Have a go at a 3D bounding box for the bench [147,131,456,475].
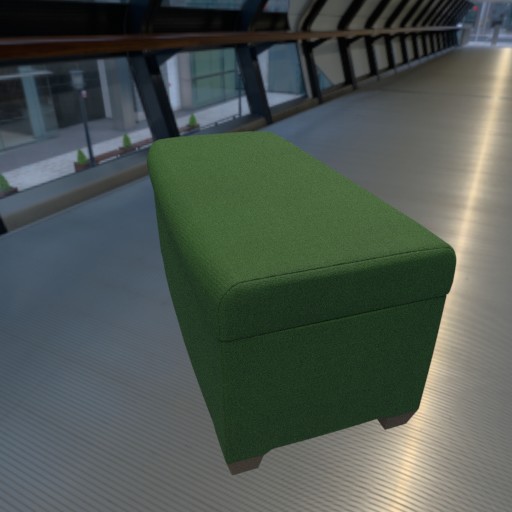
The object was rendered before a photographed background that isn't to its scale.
[{"bbox_3d":[0.000,0.000,1.261,0.505,0.501,0.989,-9,30,-16],"label":"bench"}]
